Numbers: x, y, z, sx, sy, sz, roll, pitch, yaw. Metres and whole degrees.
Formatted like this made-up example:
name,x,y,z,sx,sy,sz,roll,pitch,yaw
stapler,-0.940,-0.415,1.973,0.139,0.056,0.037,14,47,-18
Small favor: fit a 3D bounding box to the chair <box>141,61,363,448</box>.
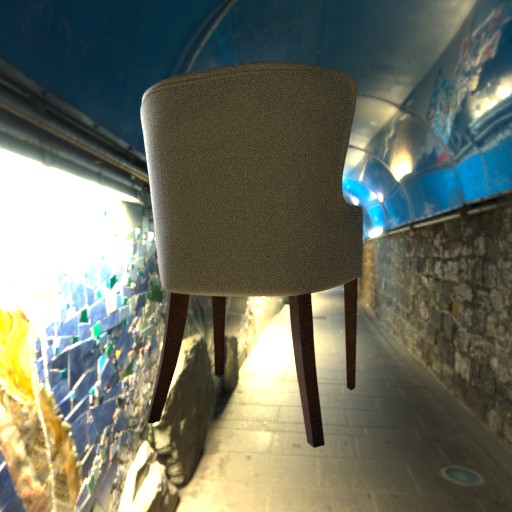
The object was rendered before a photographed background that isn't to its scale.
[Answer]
name,x,y,z,sx,sy,sz,roll,pitch,yaw
chair,0.000,0.000,1.401,0.660,0.952,0.686,0,0,20
